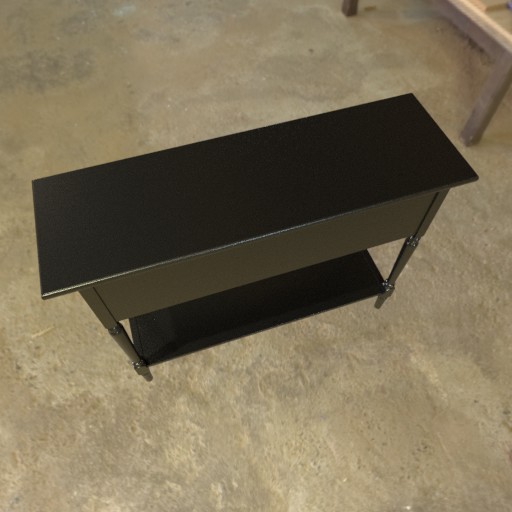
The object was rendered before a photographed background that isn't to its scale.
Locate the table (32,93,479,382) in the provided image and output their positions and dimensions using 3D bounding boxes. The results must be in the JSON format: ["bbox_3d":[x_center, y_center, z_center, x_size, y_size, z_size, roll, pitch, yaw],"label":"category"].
[{"bbox_3d":[0.000,0.000,1.577,1.191,0.819,0.386,-16,59,-10],"label":"table"}]
